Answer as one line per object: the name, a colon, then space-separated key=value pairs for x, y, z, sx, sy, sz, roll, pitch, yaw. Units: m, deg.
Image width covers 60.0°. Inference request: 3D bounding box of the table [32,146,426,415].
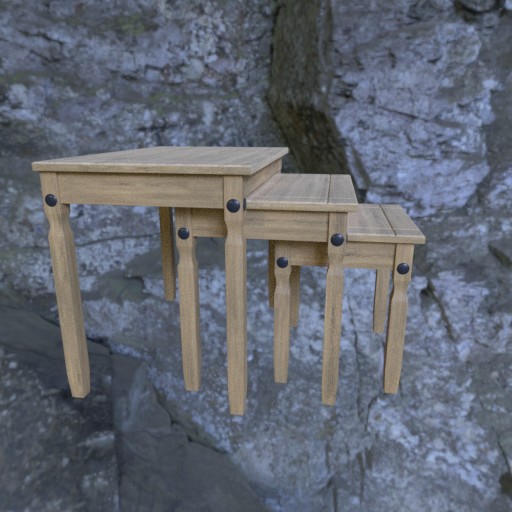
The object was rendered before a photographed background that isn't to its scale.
table: x=0.000 y=0.000 z=1.186 sx=0.773 sy=0.535 sz=0.660 roll=3 pitch=17 yaw=9
